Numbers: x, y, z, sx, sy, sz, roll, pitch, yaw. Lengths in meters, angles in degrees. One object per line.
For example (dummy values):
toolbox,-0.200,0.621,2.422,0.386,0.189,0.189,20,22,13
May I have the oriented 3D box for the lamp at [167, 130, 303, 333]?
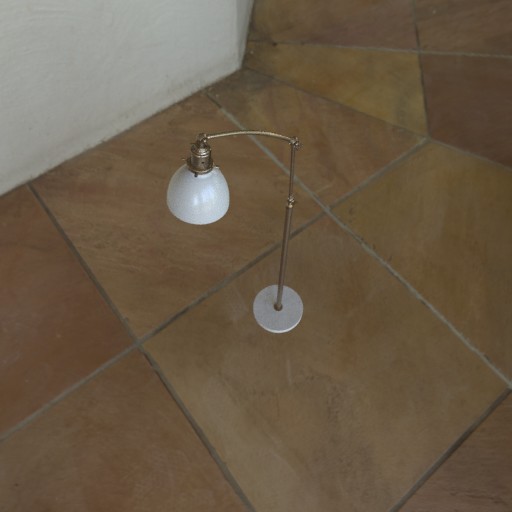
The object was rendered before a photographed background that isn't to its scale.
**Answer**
lamp,0.000,0.000,1.852,0.599,1.586,0.288,-32,65,-16
